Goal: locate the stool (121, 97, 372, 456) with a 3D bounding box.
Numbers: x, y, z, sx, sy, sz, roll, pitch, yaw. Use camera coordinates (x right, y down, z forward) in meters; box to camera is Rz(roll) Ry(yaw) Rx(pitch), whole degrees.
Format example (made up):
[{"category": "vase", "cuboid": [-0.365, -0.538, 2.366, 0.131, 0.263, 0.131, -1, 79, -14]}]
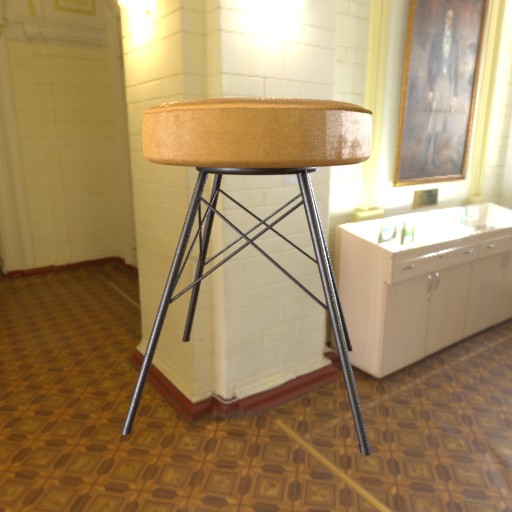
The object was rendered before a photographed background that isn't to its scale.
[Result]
[{"category": "stool", "cuboid": [0.000, 0.000, 0.916, 0.472, 0.595, 0.438, 2, 15, 9]}]
